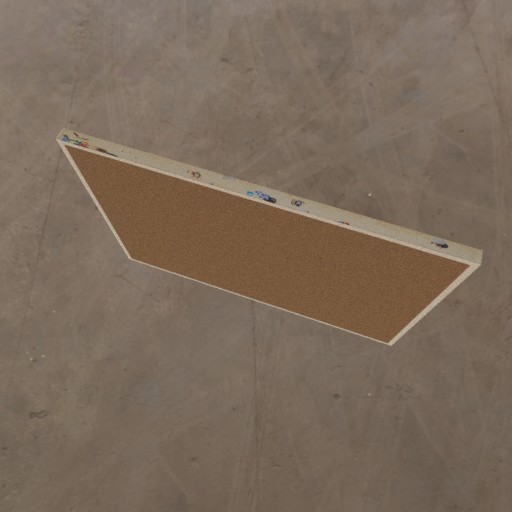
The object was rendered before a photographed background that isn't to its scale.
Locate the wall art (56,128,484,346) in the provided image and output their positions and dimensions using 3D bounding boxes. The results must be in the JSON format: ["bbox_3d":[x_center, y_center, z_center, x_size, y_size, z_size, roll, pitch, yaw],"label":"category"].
[{"bbox_3d":[0.000,0.000,1.473,1.136,0.769,0.040,18,66,8],"label":"wall art"}]
